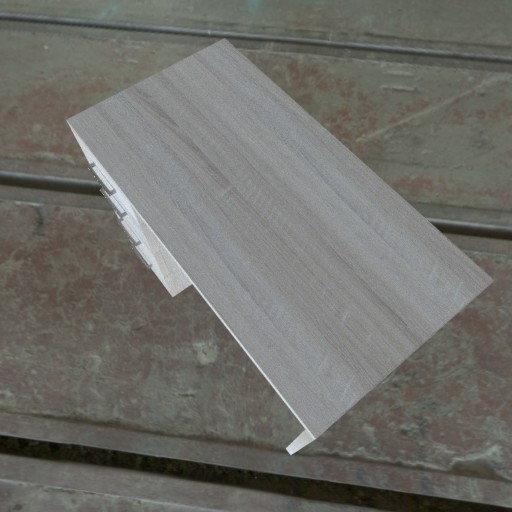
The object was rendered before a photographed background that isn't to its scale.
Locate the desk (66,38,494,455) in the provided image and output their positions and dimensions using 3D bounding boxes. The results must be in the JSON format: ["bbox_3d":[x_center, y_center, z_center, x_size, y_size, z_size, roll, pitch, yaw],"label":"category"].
[{"bbox_3d":[0.000,0.000,1.506,0.600,0.731,1.100,-35,69,-16],"label":"desk"}]
